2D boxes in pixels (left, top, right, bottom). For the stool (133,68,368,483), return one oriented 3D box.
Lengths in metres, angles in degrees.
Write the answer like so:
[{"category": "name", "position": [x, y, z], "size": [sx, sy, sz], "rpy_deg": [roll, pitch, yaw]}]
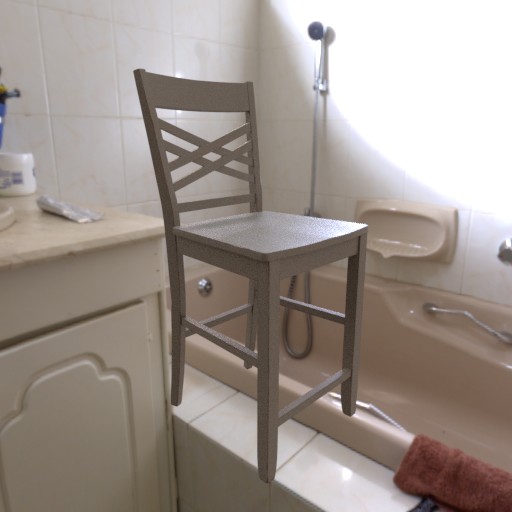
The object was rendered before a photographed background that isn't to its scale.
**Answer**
[{"category": "stool", "position": [0.000, 0.000, 1.370], "size": [0.539, 1.079, 0.462], "rpy_deg": [14, 21, 42]}]
